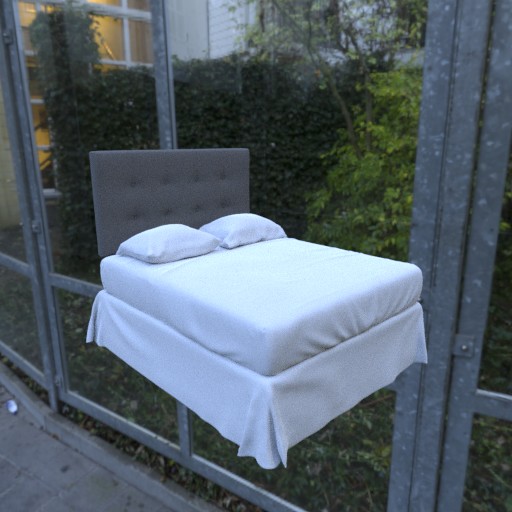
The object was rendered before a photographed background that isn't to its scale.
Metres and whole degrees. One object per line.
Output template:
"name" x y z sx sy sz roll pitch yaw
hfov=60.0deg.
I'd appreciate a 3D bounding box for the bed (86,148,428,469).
"bed" 0.000 0.000 3.437 1.936 1.577 2.222 -14 20 -42
